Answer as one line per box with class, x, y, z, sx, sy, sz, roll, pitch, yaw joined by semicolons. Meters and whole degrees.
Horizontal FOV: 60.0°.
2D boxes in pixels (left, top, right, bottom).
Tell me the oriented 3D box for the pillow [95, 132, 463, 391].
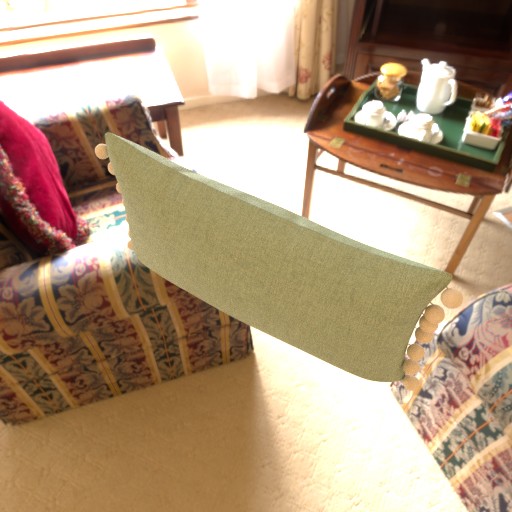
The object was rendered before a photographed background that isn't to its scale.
pillow;0.000;0.000;0.837;0.709;0.322;0.201;24;52;21
